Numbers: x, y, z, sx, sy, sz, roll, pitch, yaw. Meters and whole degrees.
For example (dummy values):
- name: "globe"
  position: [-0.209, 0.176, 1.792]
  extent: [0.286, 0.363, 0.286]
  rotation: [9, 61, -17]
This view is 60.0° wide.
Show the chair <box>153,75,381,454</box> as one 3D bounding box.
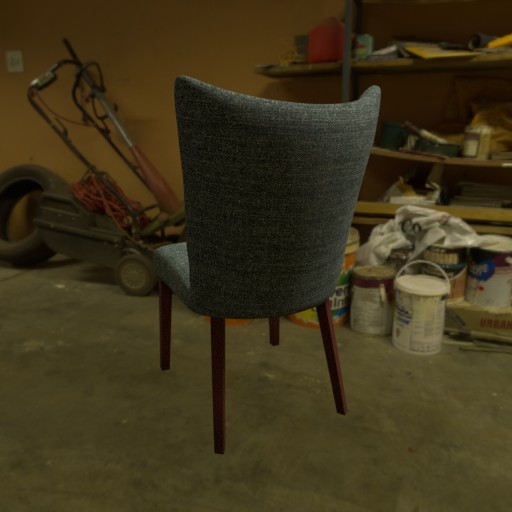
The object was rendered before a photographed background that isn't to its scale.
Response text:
- name: "chair"
  position: [0.000, 0.000, 1.294]
  extent: [0.535, 0.924, 0.623]
  rotation: [-7, 17, -24]
